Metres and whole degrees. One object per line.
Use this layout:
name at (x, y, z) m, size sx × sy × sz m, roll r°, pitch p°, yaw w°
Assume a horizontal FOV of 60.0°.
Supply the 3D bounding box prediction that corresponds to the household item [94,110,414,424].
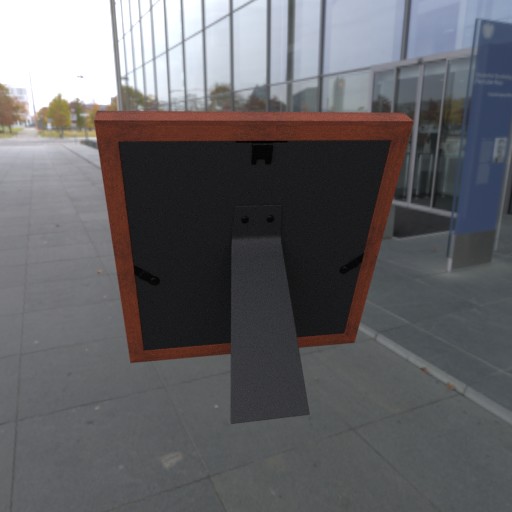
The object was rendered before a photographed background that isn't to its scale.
household item at (0.000, 0.000, 0.389) m, size 0.240 × 0.240 × 0.131 m, roll -3°, pitch 16°, yaw -10°
